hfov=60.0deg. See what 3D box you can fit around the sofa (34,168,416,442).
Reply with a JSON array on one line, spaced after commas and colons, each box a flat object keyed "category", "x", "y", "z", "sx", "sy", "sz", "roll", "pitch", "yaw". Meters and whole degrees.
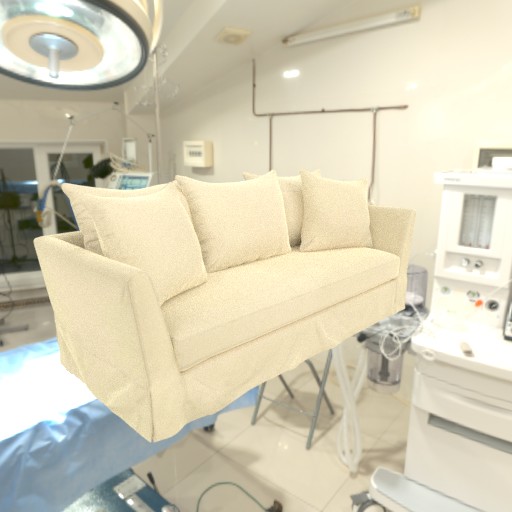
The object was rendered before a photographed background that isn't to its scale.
[{"category": "sofa", "x": 0.000, "y": 0.000, "z": 2.784, "sx": 2.290, "sy": 1.034, "sz": 1.031, "roll": -14, "pitch": 20, "yaw": -43}]
